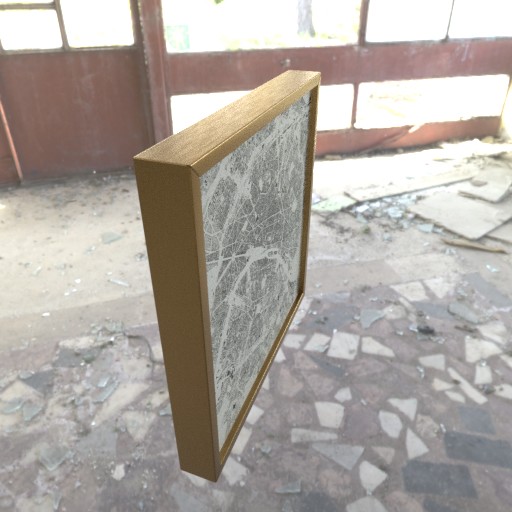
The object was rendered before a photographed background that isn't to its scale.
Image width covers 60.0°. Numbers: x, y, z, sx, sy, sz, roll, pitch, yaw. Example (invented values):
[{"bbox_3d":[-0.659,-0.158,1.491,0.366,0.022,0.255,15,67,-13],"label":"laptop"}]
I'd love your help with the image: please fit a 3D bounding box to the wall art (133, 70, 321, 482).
[{"bbox_3d":[0.000,0.000,0.451,0.037,0.305,0.305,11,34,17],"label":"wall art"}]
